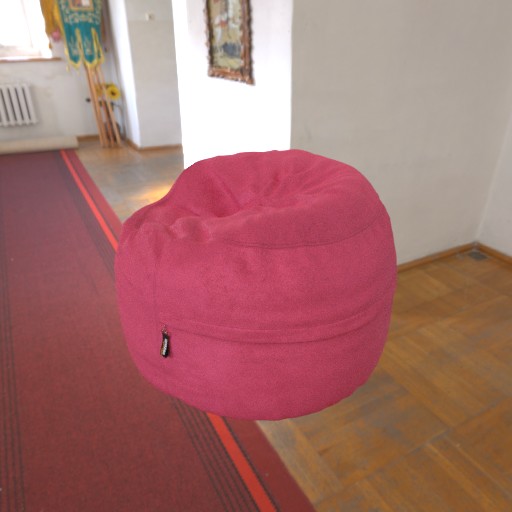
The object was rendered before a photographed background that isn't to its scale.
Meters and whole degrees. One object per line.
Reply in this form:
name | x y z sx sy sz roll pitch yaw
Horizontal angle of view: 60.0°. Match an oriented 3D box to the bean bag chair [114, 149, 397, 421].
bean bag chair | 0.000 0.000 1.979 1.218 0.788 1.218 0 29 0
